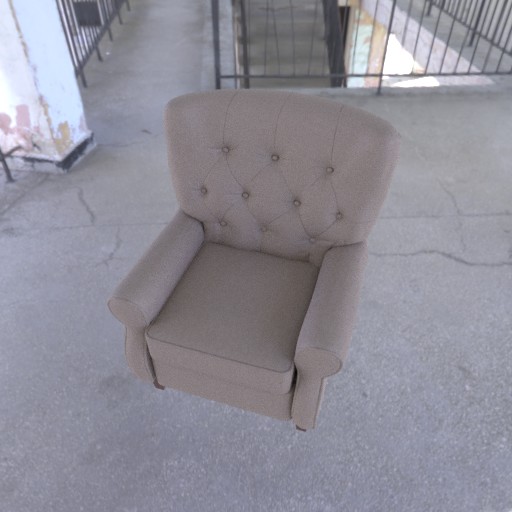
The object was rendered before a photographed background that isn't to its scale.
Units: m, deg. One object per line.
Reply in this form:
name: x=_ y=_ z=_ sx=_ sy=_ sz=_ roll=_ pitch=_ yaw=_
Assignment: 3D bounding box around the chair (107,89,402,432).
chair: x=0.000 y=0.000 z=1.935 sx=0.999 sy=1.138 sz=1.041 roll=12 pitch=43 yaw=13
